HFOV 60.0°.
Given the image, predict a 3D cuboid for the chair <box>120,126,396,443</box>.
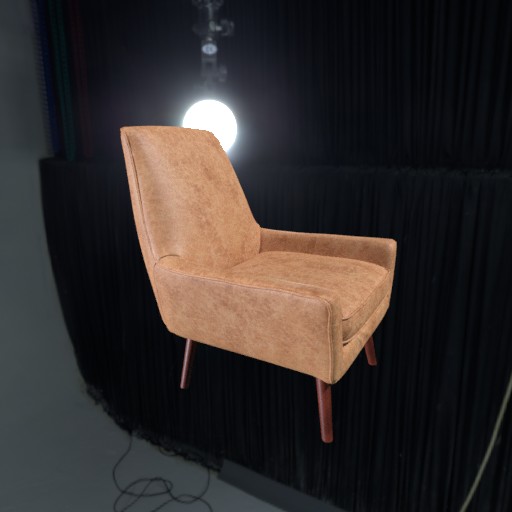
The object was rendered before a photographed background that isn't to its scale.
[{"bbox_3d":[0.000,0.000,1.556,0.851,0.883,0.753,8,16,28],"label":"chair"}]
